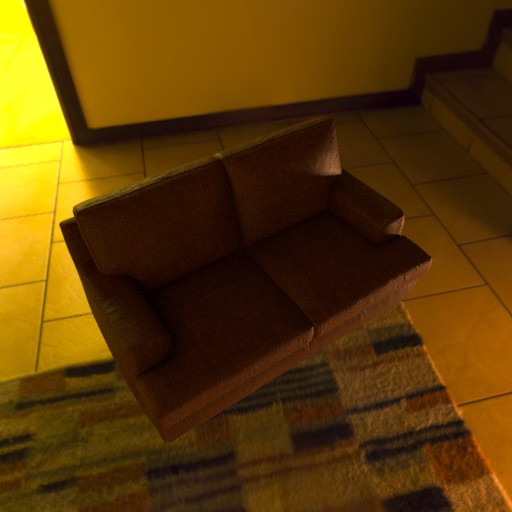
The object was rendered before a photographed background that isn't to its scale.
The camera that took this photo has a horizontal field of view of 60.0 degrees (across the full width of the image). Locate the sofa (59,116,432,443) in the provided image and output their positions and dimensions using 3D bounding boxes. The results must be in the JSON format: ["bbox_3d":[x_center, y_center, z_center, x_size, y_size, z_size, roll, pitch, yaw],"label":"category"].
[{"bbox_3d":[0.000,0.000,2.593,1.880,0.939,1.143,-26,52,-22],"label":"sofa"}]
